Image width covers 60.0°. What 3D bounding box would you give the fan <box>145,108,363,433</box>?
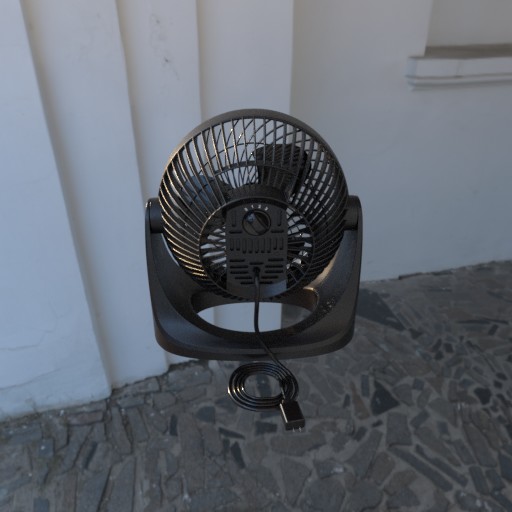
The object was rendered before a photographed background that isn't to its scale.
[{"bbox_3d":[0.000,0.000,0.490,0.273,0.277,0.256,-1,29,-2],"label":"fan"}]
